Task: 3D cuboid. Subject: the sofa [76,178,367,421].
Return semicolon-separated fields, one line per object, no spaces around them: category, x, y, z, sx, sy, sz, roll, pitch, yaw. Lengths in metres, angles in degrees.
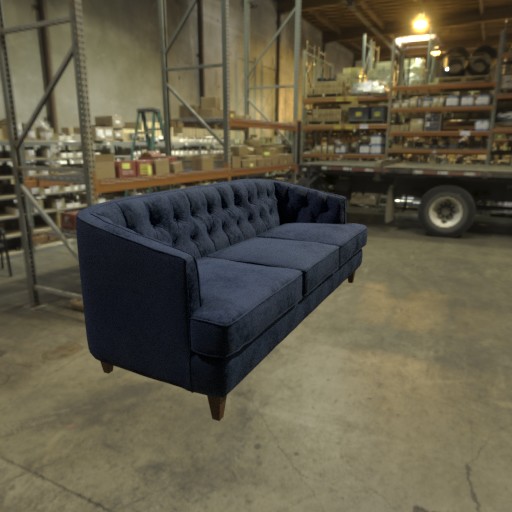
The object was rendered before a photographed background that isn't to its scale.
sofa;0.000;0.000;2.837;0.941;0.855;2.278;7;16;26
